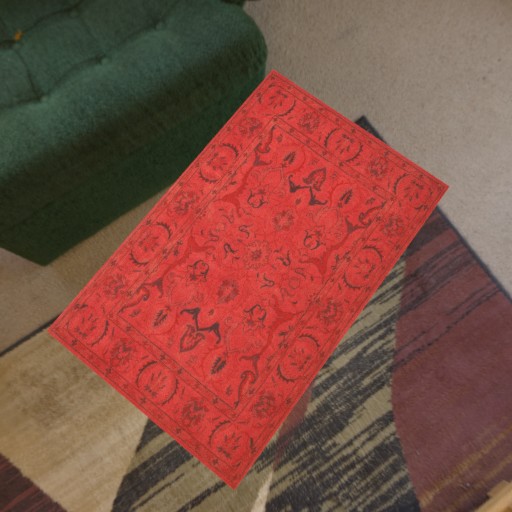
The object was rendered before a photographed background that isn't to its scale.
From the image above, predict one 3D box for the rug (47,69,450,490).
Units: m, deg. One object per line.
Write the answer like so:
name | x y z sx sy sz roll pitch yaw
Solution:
rug | 0.000 0.000 2.960 1.534 0.010 2.423 37 79 8
